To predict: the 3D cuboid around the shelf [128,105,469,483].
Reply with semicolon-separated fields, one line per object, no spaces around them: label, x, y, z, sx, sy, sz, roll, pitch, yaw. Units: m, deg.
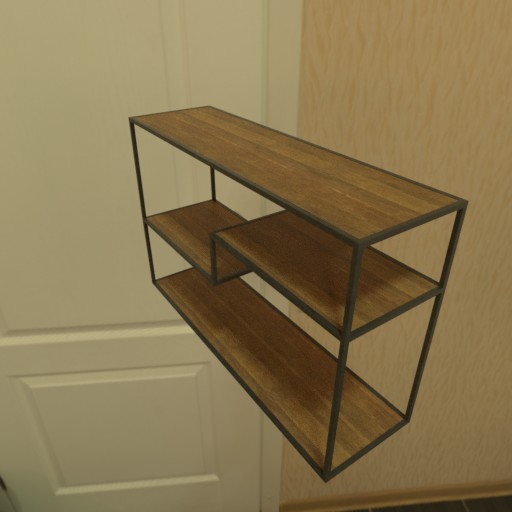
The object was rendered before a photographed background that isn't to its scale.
shelf;0.000;0.000;1.549;0.361;0.765;1.201;-20;36;-29
